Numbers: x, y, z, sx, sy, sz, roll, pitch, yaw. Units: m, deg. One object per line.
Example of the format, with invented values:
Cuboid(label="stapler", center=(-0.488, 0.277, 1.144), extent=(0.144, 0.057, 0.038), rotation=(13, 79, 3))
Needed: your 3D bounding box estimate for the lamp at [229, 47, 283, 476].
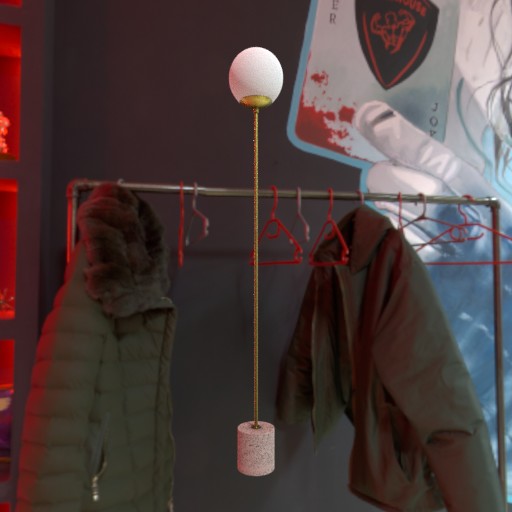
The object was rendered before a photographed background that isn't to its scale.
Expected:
Cuboid(label="lamp", center=(0.000, 0.000, 1.856), extent=(0.229, 1.748, 0.229), rotation=(-1, -2, 17))
